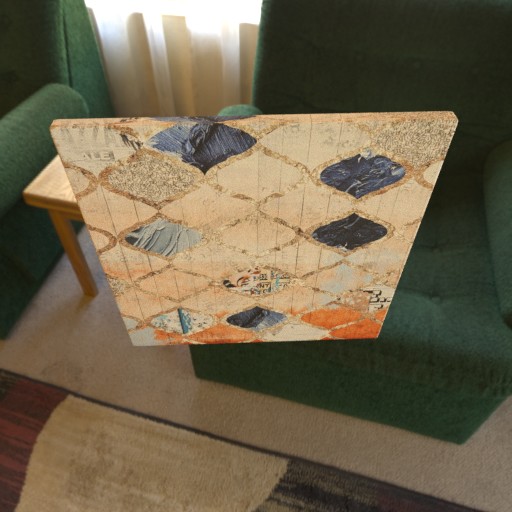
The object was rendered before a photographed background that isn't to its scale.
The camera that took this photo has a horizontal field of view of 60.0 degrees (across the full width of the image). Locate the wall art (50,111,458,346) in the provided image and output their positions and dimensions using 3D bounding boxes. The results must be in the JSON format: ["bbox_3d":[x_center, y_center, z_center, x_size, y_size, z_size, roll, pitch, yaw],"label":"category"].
[{"bbox_3d":[0.000,0.000,1.332,0.912,0.914,0.039,-2,48,-2],"label":"wall art"}]
